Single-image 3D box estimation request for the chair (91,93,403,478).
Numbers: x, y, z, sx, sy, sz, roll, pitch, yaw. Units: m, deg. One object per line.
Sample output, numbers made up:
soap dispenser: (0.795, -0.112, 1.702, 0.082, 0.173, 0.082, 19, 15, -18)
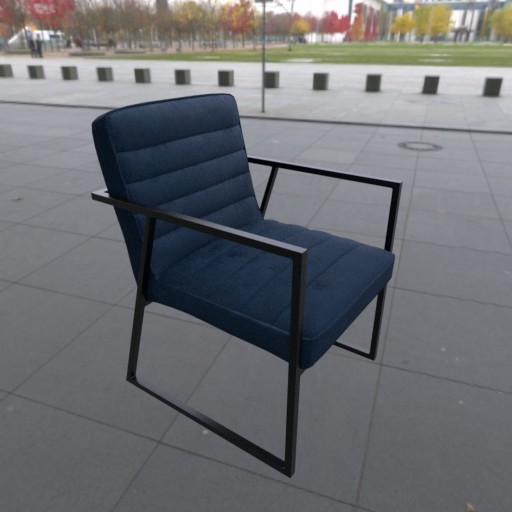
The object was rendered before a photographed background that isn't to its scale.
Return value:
chair: (0.000, 0.000, 1.284, 0.677, 0.833, 0.571, 17, 31, 31)
